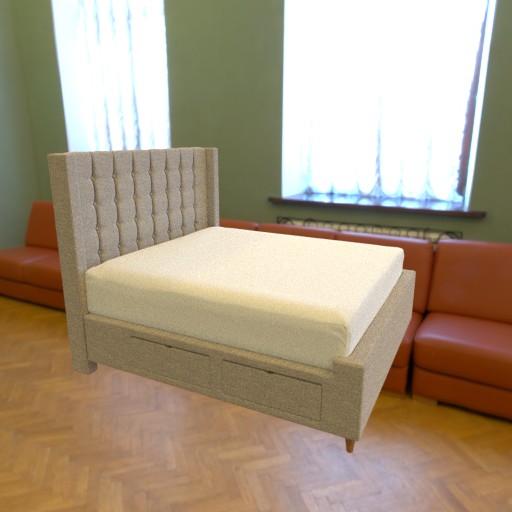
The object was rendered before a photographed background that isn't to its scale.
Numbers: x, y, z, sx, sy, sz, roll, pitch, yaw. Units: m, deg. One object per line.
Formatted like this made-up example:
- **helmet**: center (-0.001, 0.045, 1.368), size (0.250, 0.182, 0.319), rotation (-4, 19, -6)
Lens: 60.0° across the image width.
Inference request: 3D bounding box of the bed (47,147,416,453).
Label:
- **bed**: center (0.000, 0.000, 3.778), size (2.372, 1.748, 2.044), rotation (8, 17, 26)
